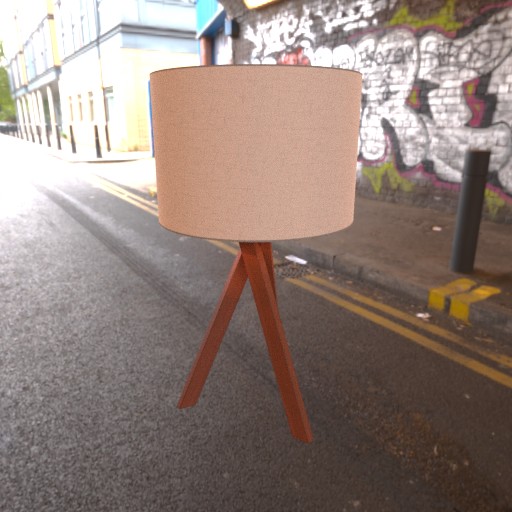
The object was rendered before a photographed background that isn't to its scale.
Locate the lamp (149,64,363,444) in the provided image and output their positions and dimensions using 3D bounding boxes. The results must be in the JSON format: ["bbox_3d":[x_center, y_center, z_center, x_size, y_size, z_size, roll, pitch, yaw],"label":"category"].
[{"bbox_3d":[0.000,0.000,0.910,0.380,0.686,0.380,2,17,7],"label":"lamp"}]
